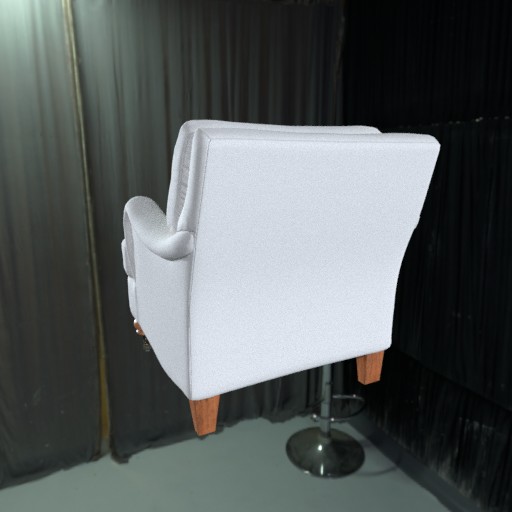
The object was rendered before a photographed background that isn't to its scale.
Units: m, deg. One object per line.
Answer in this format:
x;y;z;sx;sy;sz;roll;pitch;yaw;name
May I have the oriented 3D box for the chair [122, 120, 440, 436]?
0.000;0.000;1.860;0.955;1.038;1.070;-7;14;-27;chair
